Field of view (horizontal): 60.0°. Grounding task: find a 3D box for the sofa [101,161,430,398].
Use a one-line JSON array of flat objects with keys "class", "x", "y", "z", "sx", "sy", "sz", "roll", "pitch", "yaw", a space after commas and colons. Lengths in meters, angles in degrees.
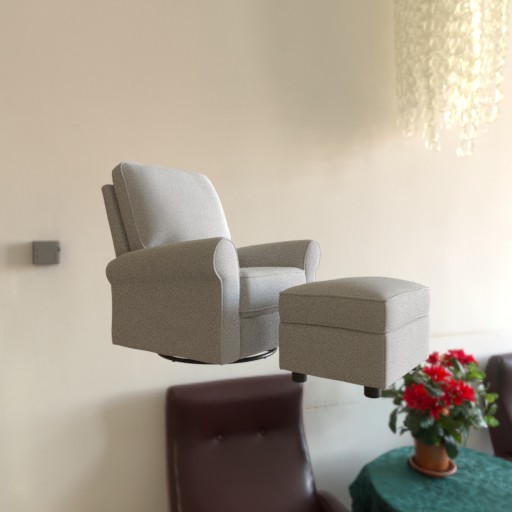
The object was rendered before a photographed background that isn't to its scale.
[{"class": "sofa", "x": 0.000, "y": 0.000, "z": 2.101, "sx": 1.478, "sy": 0.959, "sz": 0.880, "roll": 1, "pitch": 2, "yaw": 36}]
